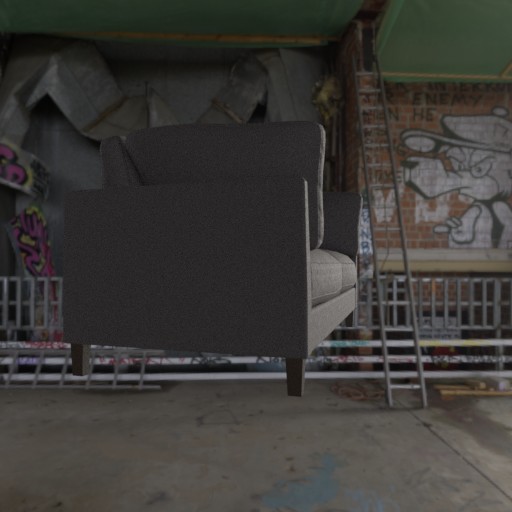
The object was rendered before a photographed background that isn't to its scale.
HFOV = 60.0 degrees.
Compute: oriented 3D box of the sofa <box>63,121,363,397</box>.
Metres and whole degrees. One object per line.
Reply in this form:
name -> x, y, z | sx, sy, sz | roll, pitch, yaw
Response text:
sofa -> 0.000, 0.000, 2.313 | 0.969, 0.920, 1.751 | 0, -1, 18
